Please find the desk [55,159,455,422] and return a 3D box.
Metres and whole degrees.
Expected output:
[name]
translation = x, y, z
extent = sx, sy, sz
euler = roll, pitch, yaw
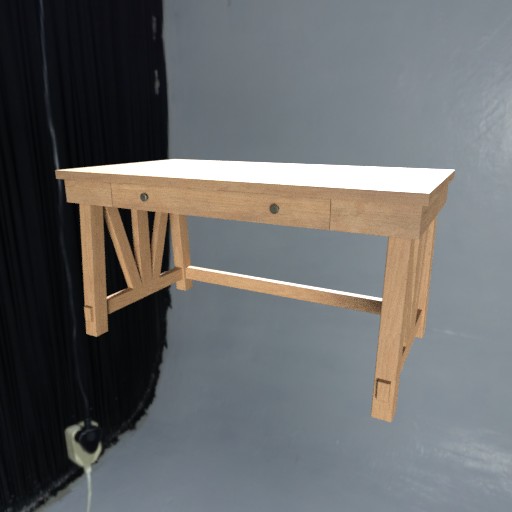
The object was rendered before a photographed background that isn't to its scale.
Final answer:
[desk]
translation = 0.000, 0.000, 1.994
extent = 1.499, 0.762, 0.813
euler = 8, 18, 27
